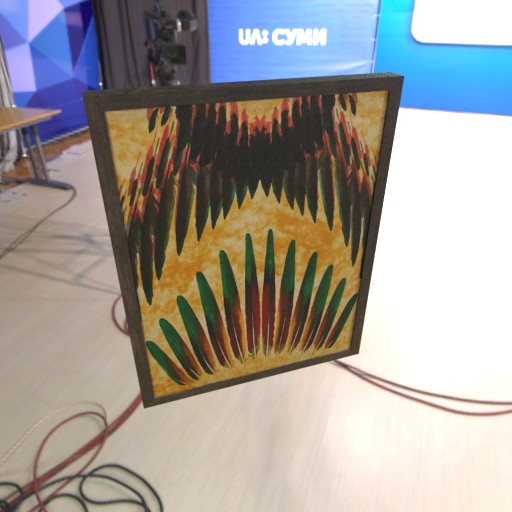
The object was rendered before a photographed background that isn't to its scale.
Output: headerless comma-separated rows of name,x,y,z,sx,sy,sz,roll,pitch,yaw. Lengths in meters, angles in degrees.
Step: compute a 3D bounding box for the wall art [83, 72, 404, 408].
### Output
wall art,0.000,0.000,0.549,0.329,0.406,0.027,-10,33,-16
